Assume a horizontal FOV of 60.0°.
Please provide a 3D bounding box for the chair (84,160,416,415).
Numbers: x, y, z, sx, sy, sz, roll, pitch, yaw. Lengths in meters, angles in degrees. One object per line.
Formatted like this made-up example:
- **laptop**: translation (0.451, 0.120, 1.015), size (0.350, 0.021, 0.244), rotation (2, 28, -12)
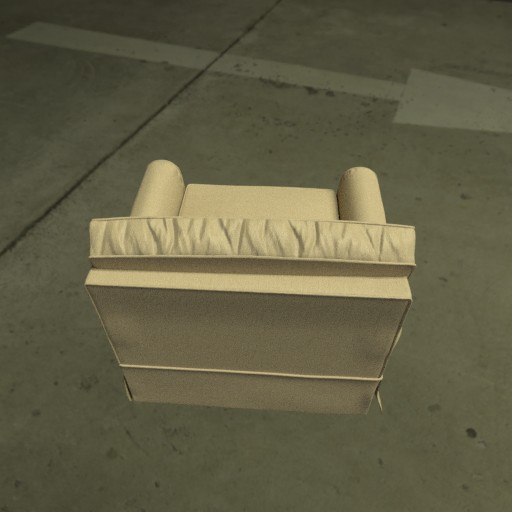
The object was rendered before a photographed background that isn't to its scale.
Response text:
- **chair**: translation (0.000, 0.000, 1.827), size (1.096, 0.937, 0.903), rotation (2, 46, 2)
